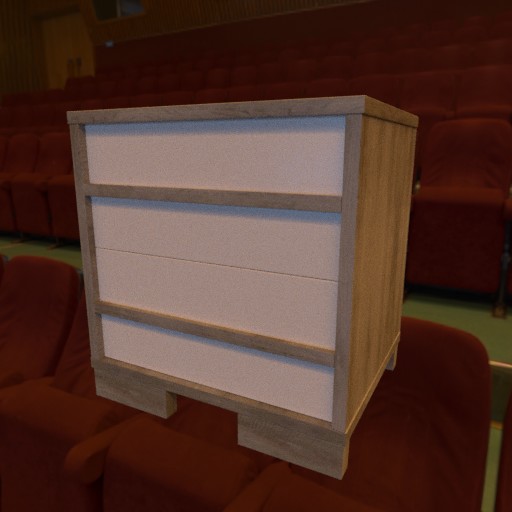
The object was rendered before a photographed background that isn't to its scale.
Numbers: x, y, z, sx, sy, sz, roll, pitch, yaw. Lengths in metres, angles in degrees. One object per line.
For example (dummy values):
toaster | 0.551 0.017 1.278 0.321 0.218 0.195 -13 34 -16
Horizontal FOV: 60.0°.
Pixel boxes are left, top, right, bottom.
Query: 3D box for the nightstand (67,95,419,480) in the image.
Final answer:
nightstand | 0.000 0.000 0.735 0.427 0.448 0.347 7 15 27
